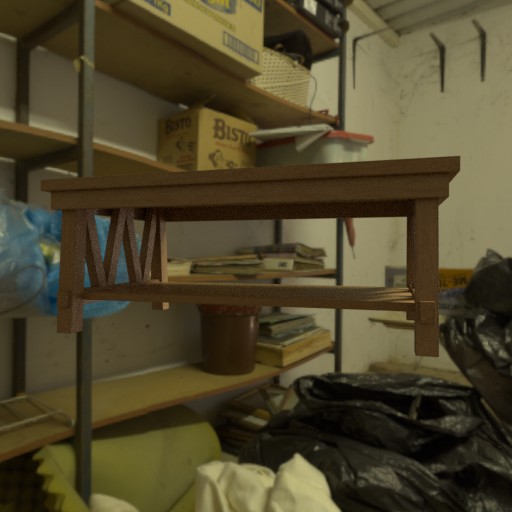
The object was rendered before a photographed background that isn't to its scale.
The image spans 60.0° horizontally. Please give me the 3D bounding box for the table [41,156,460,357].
[{"bbox_3d":[0.000,0.000,1.622,1.270,0.507,0.711,0,1,17],"label":"table"}]
